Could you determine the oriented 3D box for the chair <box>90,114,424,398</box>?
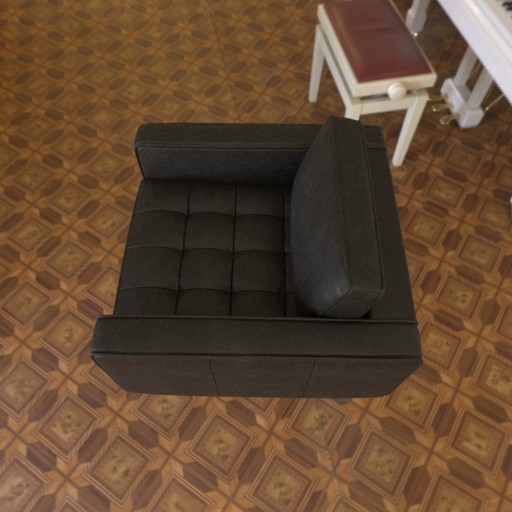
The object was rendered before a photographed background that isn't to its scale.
[{"bbox_3d":[0.000,0.000,1.556,0.914,0.763,0.889,1,60,1],"label":"chair"}]
